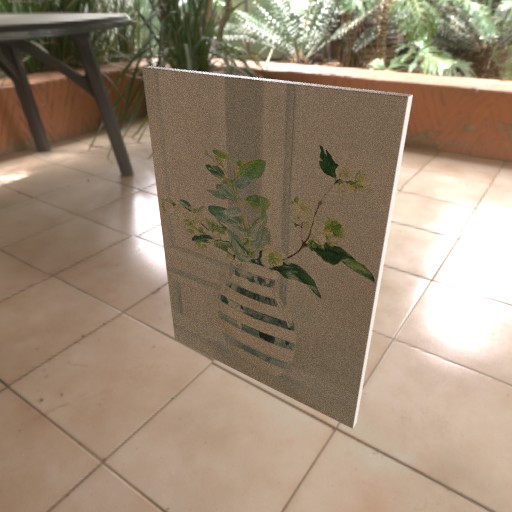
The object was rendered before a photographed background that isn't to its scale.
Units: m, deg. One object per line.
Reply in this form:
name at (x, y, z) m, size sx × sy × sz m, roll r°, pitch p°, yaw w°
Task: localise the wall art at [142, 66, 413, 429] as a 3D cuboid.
wall art at (0.000, 0.000, 1.614) m, size 0.914 × 1.212 × 0.038 m, roll 19°, pitch 35°, yaw 29°
